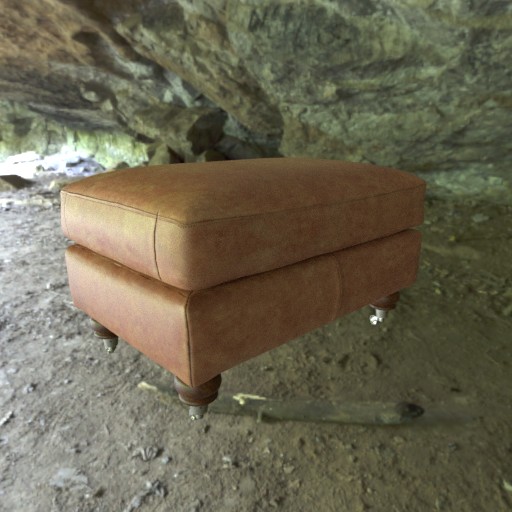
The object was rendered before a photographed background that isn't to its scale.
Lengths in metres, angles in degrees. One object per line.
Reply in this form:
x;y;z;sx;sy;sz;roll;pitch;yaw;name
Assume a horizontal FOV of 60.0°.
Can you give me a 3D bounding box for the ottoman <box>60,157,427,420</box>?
0.000;0.000;1.201;0.852;0.507;0.565;-15;22;-41;ottoman
